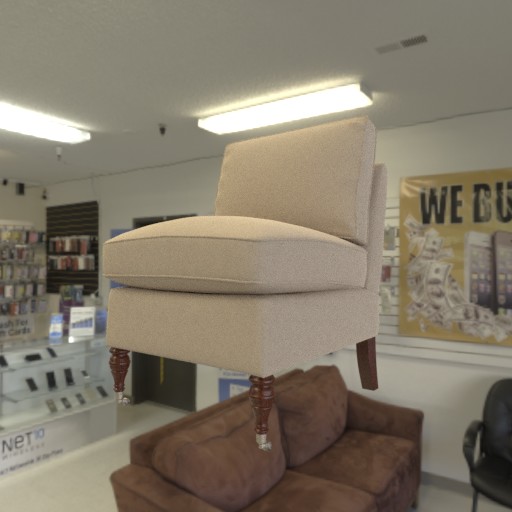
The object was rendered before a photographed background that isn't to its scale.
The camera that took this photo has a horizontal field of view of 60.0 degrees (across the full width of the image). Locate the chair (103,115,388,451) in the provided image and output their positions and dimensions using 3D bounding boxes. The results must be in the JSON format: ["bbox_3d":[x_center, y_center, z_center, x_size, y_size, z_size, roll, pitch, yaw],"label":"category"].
[{"bbox_3d":[0.000,0.000,1.666,0.724,1.052,0.912,0,0,37],"label":"chair"}]
